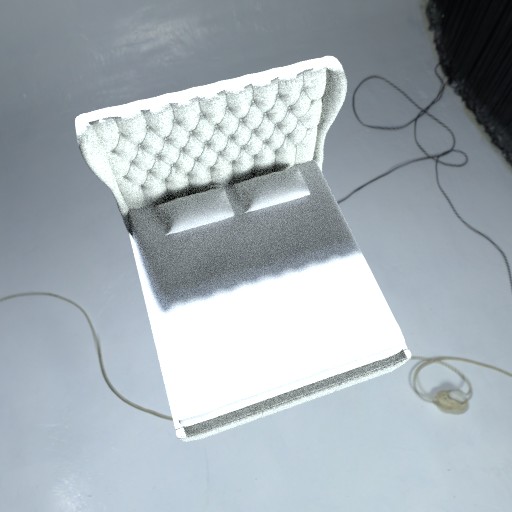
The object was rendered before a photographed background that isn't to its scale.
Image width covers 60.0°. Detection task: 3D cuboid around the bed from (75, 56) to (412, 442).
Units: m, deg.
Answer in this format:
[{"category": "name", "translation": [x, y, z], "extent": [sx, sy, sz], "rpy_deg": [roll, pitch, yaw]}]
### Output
[{"category": "bed", "translation": [0.000, 0.000, 3.804], "extent": [2.219, 1.771, 2.347], "rpy_deg": [-17, 65, -8]}]
